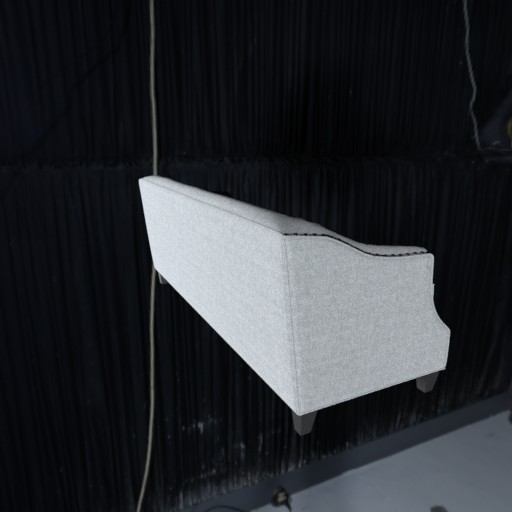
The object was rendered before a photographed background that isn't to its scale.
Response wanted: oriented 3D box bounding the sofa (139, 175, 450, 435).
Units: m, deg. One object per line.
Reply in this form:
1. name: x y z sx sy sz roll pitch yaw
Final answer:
1. sofa: 0.000 0.000 2.760 0.914 0.901 2.235 -8 17 -26
